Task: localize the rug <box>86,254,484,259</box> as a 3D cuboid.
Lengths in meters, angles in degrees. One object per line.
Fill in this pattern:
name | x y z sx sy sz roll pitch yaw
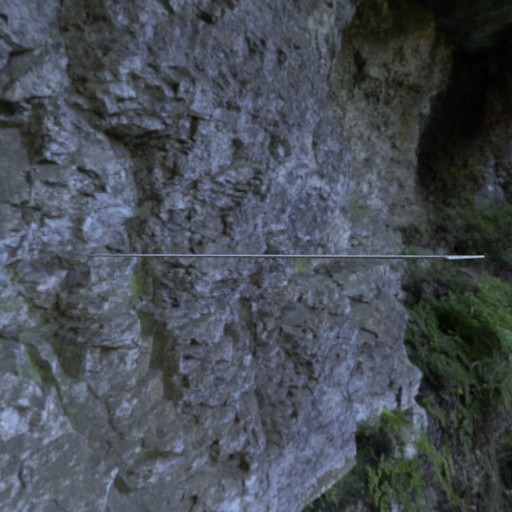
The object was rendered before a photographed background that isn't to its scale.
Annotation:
rug | 0.000 0.000 2.743 2.436 0.013 0.807 0 1 36
